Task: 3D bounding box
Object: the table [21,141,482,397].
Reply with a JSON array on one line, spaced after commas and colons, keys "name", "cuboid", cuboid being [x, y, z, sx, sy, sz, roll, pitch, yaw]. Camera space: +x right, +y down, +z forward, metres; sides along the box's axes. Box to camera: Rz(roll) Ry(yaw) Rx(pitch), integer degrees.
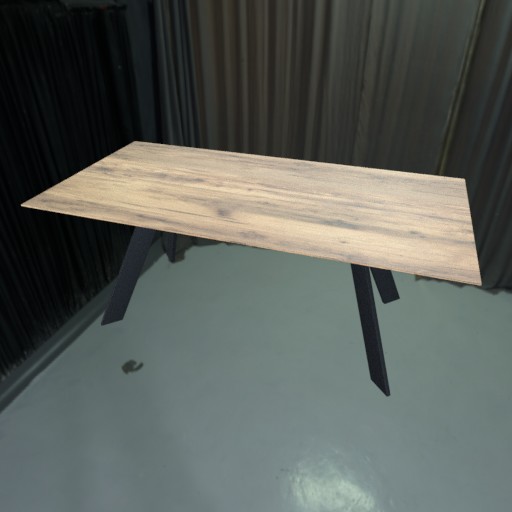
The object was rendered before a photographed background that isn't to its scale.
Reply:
[{"name": "table", "cuboid": [0.000, 0.000, 2.425, 2.000, 0.770, 1.000, 10, 34, 16]}]
